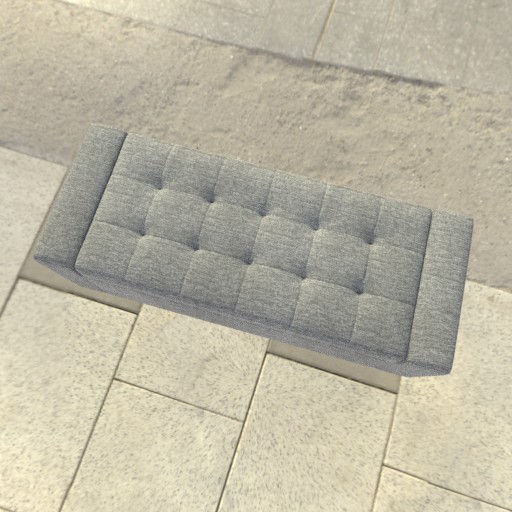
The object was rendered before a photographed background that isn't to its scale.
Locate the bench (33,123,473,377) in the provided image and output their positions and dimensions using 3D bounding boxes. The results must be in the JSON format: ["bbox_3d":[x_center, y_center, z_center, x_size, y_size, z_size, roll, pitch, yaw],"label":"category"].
[{"bbox_3d":[0.000,0.000,1.570,1.296,0.445,0.508,15,74,4],"label":"bench"}]
